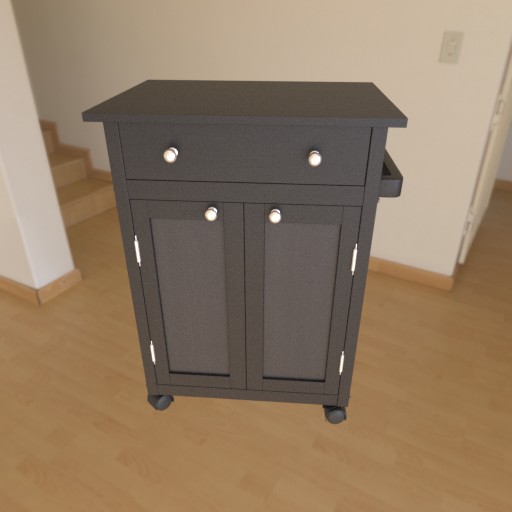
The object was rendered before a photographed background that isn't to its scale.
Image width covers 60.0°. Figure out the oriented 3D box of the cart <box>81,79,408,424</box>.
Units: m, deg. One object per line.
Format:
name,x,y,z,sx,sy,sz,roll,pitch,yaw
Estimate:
cart,0.000,0.000,1.270,0.660,0.879,0.456,2,30,4
